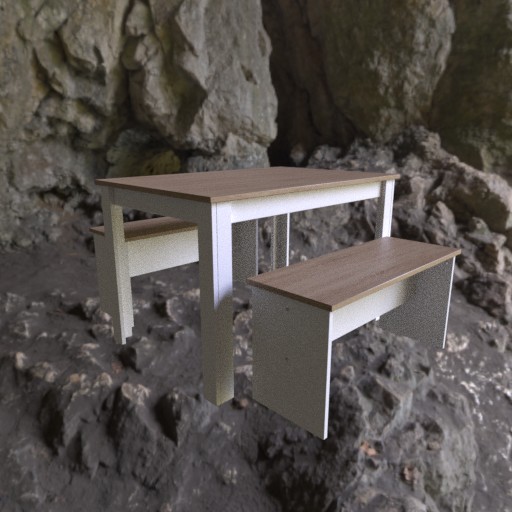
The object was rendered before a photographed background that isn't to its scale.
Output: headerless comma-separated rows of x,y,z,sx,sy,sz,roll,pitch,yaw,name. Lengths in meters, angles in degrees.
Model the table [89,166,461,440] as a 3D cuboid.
0.000,0.000,1.980,1.100,0.700,1.443,-15,21,-43,table
